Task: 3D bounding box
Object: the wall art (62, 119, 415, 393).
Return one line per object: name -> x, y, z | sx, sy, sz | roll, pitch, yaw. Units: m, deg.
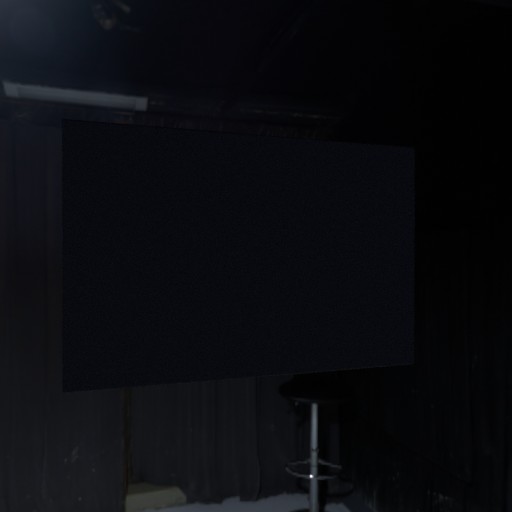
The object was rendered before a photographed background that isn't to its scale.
wall art -> 0.000, 0.000, 0.761 | 0.610, 0.406, 0.037 | 0, 0, -17
